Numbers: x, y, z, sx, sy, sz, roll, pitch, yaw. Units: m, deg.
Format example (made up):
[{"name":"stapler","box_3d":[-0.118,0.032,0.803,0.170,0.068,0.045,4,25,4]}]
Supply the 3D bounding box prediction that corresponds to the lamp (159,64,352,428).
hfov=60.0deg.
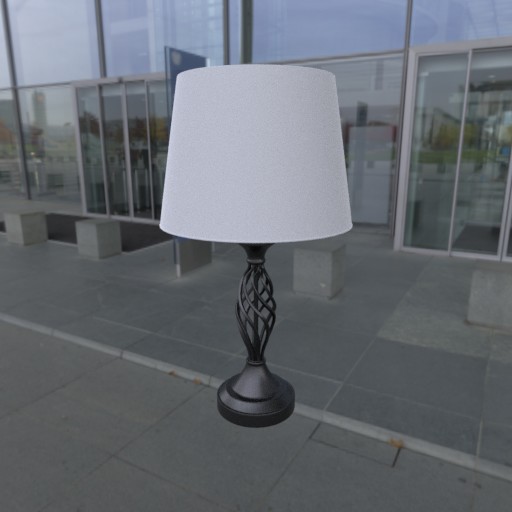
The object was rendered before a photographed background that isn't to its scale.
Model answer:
[{"name":"lamp","box_3d":[0.000,0.000,0.790,0.331,0.594,0.331,0,14,0]}]
